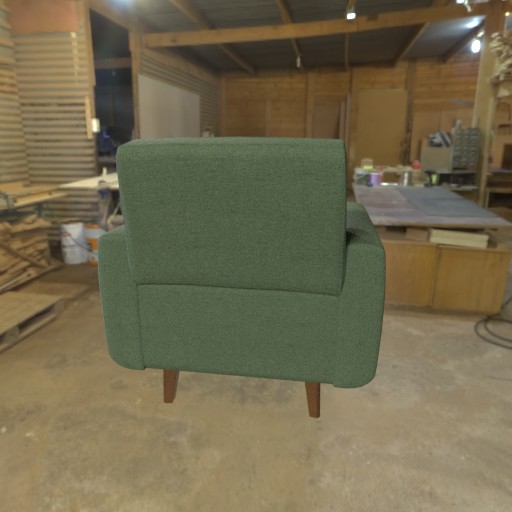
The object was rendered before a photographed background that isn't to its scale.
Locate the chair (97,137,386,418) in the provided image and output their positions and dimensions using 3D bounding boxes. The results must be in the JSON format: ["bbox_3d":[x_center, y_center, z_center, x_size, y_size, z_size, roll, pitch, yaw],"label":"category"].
[{"bbox_3d":[0.000,0.000,1.612,0.831,0.841,0.909,3,16,9],"label":"chair"}]
